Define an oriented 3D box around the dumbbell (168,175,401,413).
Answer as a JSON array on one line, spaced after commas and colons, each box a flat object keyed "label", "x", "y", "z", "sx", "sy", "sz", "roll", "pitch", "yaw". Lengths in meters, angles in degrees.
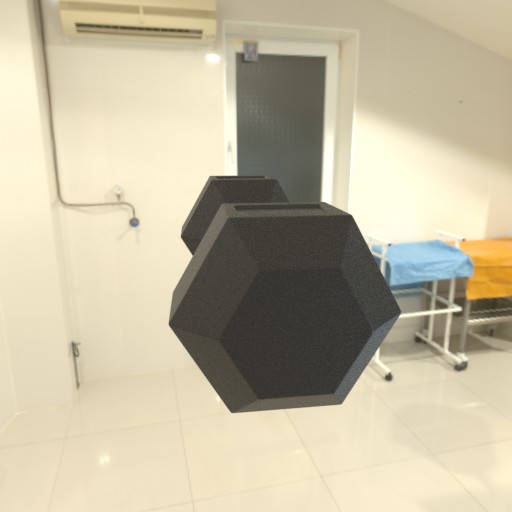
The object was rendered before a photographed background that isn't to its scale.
[{"label": "dumbbell", "x": 0.000, "y": 0.000, "z": 0.371, "sx": 0.129, "sy": 0.113, "sz": 0.315, "roll": -2, "pitch": 15, "yaw": -7}]
